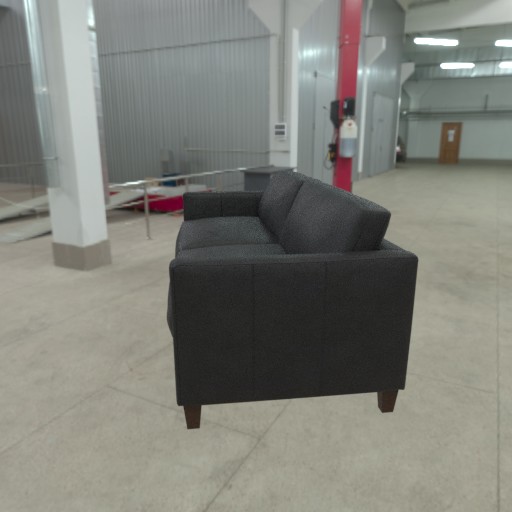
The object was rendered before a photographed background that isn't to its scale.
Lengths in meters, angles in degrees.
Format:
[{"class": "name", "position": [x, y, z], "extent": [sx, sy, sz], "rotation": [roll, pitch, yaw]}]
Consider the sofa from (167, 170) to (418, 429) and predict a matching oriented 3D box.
[{"class": "sofa", "position": [0.000, 0.000, 2.517], "extent": [0.933, 0.863, 1.971], "rotation": [-2, 15, -7]}]
